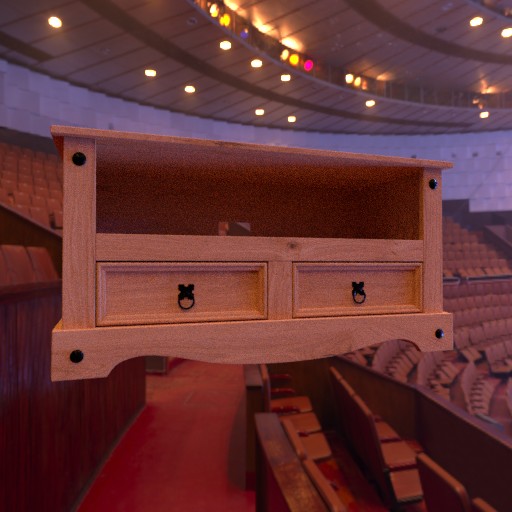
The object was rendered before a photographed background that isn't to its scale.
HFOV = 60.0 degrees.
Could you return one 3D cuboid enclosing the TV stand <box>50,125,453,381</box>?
[{"bbox_3d":[0.000,0.000,1.323,1.080,0.550,0.440,0,-1,-19],"label":"TV stand"}]
